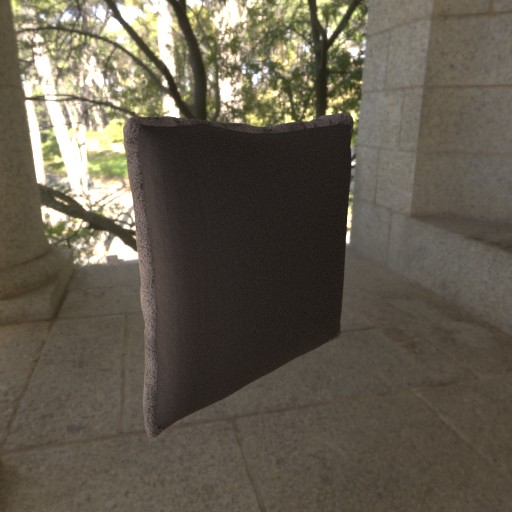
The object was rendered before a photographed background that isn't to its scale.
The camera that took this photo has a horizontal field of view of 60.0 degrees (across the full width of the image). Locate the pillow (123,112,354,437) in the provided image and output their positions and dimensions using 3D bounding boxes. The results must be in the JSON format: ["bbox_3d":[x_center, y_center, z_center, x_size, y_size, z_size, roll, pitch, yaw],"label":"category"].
[{"bbox_3d":[0.000,0.000,0.834,0.522,0.520,0.204,-16,23,-42],"label":"pillow"}]
